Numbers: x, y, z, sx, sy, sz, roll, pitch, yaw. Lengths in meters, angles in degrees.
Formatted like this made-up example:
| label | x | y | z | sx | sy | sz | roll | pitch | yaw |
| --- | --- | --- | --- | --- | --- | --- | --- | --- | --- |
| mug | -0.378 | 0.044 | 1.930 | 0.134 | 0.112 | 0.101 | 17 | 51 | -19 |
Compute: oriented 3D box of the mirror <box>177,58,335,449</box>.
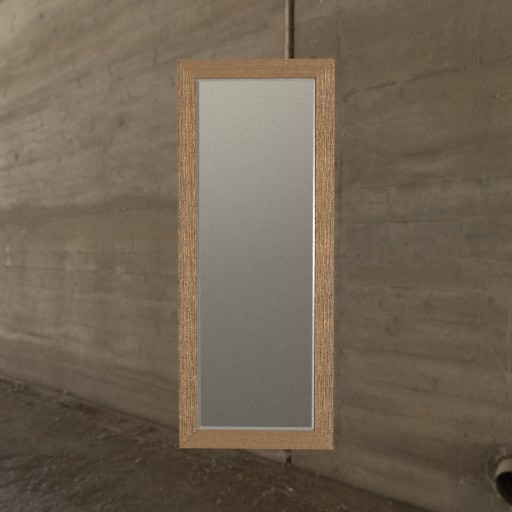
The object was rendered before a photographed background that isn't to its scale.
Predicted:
| label | x | y | z | sx | sy | sz | roll | pitch | yaw |
| --- | --- | --- | --- | --- | --- | --- | --- | --- | --- |
| mirror | 0.000 | 0.000 | 2.324 | 0.812 | 2.031 | 0.026 | 0 | 1 | 1 |
